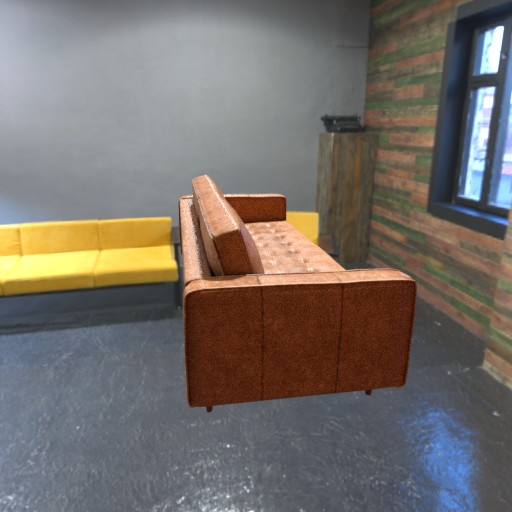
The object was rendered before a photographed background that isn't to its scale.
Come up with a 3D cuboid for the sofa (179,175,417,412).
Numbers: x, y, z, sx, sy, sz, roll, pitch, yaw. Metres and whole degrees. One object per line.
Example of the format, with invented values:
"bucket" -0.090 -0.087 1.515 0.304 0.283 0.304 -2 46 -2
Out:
"sofa" 0.000 0.000 2.631 0.886 0.779 2.199 -3 17 -10
